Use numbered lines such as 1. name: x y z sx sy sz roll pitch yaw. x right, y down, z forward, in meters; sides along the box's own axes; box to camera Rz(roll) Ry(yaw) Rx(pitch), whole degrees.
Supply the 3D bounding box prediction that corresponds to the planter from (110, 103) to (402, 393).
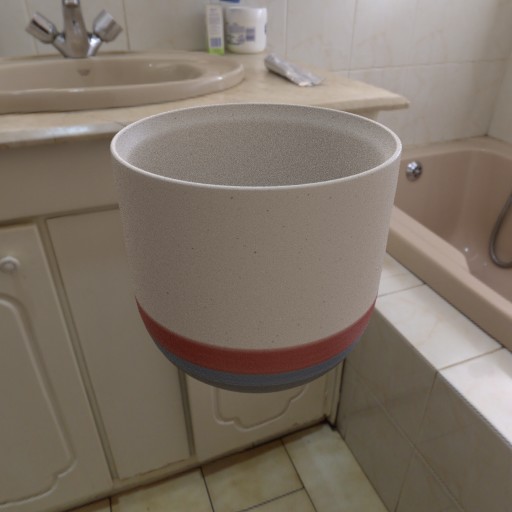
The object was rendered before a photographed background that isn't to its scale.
1. planter: 0.000 0.000 0.488 0.268 0.270 0.268 0 31 0
